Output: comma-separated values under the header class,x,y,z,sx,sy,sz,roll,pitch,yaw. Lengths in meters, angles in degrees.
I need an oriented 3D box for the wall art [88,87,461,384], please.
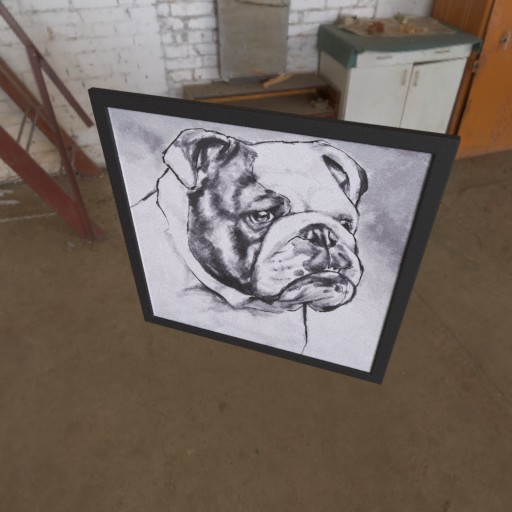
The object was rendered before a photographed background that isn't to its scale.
class,x,y,z,sx,sy,sz,roll,pitch,yaw
wall art,0.000,0.000,0.825,0.562,0.558,0.012,12,42,14
